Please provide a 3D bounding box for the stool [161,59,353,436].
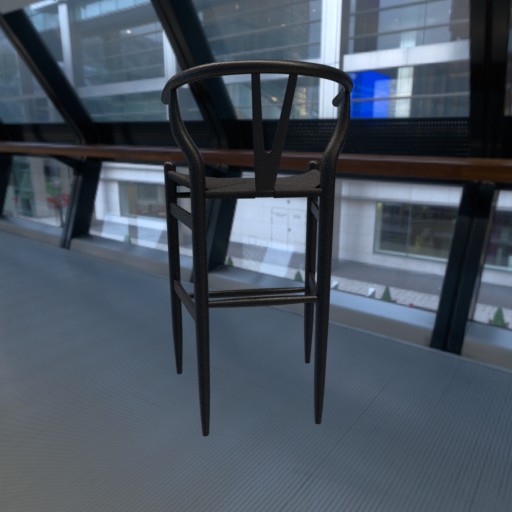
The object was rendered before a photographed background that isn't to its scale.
[{"bbox_3d":[0.000,0.000,1.417,0.569,1.072,0.579,-2,14,-9],"label":"stool"}]
